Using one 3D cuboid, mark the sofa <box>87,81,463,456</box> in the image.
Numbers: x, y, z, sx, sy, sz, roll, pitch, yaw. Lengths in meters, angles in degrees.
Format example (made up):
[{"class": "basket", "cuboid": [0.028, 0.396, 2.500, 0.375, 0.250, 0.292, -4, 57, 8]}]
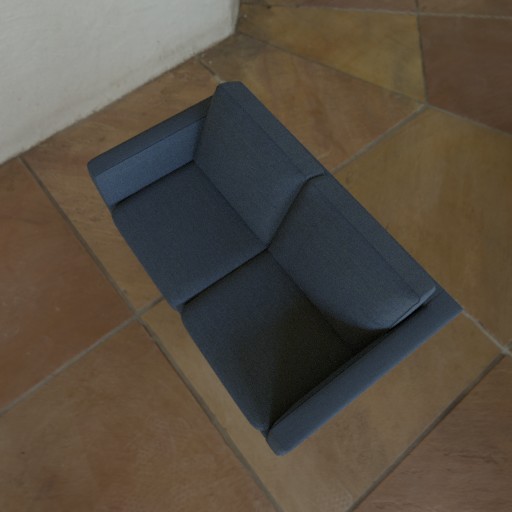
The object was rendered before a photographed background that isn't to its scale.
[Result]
[{"class": "sofa", "cuboid": [0.000, 0.000, 2.282, 0.999, 0.907, 1.659, -33, 69, -15]}]
